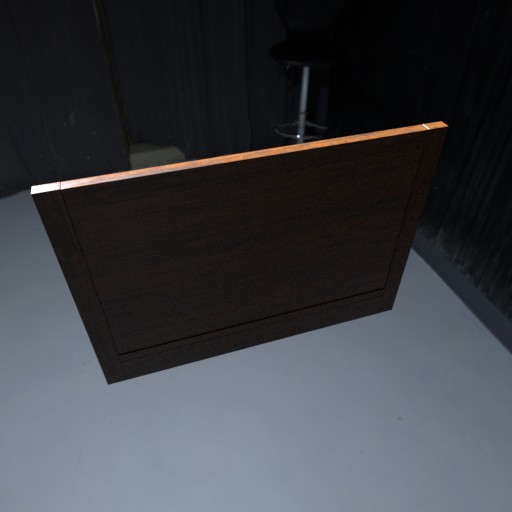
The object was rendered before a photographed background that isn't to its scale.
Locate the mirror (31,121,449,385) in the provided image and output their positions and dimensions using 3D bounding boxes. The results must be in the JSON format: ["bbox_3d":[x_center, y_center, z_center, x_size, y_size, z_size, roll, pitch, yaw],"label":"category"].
[{"bbox_3d":[0.000,0.000,0.980,0.758,0.537,0.084,-12,43,-13],"label":"mirror"}]
